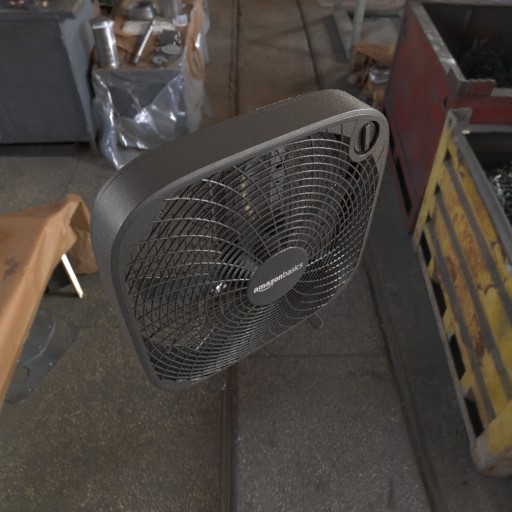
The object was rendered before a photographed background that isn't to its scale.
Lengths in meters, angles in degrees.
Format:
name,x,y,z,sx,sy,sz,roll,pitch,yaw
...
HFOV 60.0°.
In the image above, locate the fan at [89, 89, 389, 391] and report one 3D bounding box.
name,x,y,z,sx,sy,sz,roll,pitch,yaw
fan,0.000,0.000,0.818,0.526,0.533,0.142,-27,53,-23
